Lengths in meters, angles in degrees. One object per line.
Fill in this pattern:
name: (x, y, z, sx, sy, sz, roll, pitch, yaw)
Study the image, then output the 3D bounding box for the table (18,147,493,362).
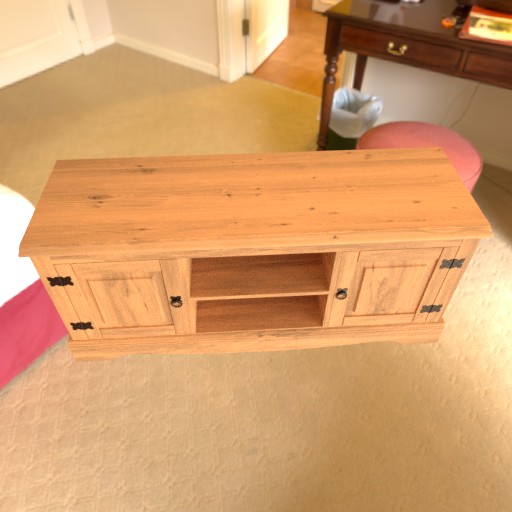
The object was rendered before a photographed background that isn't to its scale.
table: (0.000, 0.000, 1.429, 1.200, 0.510, 0.400, -2, 46, -2)
